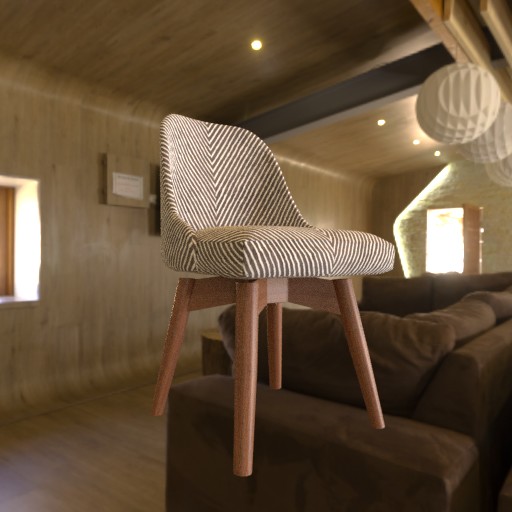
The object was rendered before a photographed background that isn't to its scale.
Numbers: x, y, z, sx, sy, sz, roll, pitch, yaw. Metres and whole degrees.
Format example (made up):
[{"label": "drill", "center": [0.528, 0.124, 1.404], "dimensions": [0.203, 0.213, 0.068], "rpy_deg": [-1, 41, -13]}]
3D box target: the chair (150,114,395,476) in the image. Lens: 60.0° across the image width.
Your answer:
[{"label": "chair", "center": [0.000, 0.000, 1.220], "dimensions": [0.504, 0.883, 0.591], "rpy_deg": [0, -1, -36]}]
